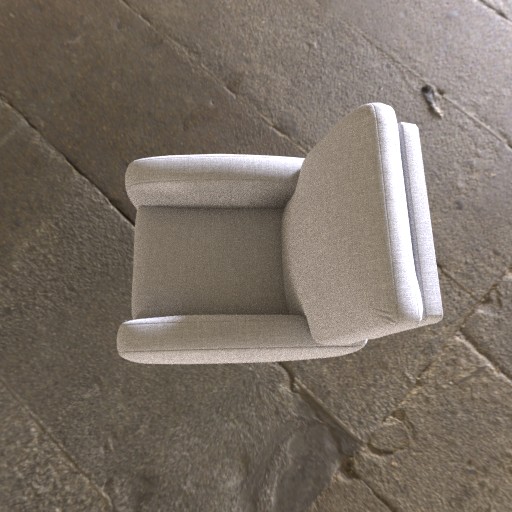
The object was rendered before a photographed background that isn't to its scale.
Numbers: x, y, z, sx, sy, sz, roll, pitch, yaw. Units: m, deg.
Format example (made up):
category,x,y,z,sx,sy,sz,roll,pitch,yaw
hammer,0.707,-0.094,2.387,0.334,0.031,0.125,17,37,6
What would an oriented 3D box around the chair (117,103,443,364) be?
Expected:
category,x,y,z,sx,sy,sz,roll,pitch,yaw
chair,0.000,0.000,1.642,0.990,0.990,0.762,-2,75,0
